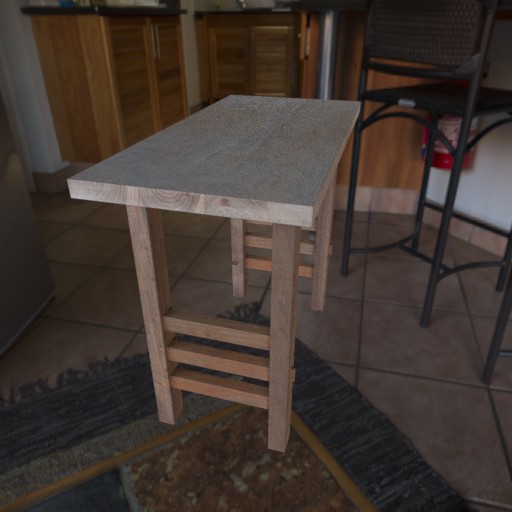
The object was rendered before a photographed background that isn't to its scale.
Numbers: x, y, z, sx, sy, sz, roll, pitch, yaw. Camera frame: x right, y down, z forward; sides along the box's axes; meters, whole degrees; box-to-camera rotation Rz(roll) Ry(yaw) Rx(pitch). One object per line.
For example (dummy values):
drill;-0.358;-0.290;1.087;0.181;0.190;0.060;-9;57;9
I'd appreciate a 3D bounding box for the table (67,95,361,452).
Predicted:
table;0.000;0.000;1.615;0.556;0.914;1.119;8;30;14
